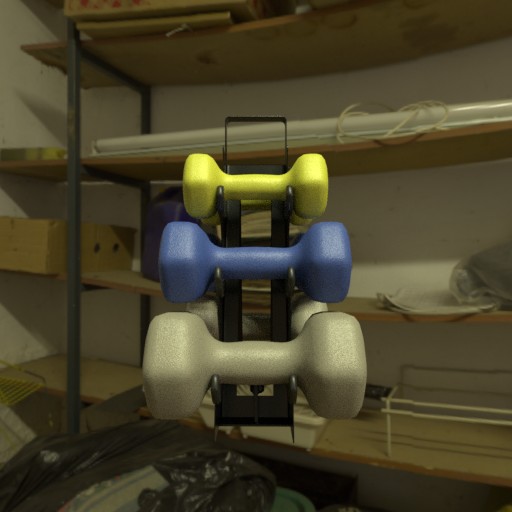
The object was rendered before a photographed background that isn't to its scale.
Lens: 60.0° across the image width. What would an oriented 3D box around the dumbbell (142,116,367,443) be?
[{"bbox_3d":[0.000,0.000,0.685,0.261,0.426,0.416,0,0,1],"label":"dumbbell"}]
